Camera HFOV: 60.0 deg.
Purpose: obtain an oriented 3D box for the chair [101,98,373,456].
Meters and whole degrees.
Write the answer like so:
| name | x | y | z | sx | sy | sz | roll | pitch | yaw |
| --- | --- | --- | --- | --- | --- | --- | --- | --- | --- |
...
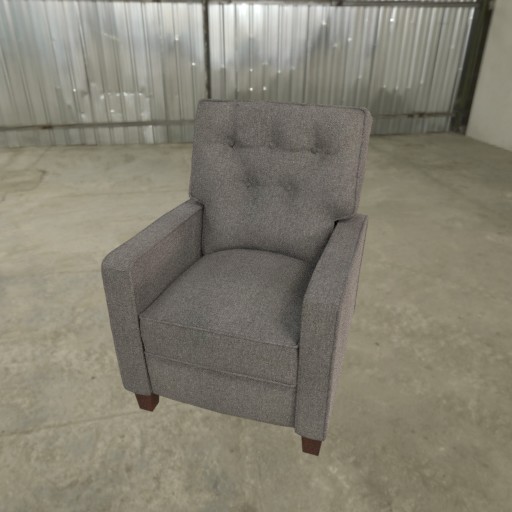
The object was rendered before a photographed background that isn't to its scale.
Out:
| name | x | y | z | sx | sy | sz | roll | pitch | yaw |
| --- | --- | --- | --- | --- | --- | --- | --- | --- | --- |
| chair | 0.000 | 0.000 | 1.430 | 0.650 | 0.889 | 0.775 | 9 | 29 | 16 |
